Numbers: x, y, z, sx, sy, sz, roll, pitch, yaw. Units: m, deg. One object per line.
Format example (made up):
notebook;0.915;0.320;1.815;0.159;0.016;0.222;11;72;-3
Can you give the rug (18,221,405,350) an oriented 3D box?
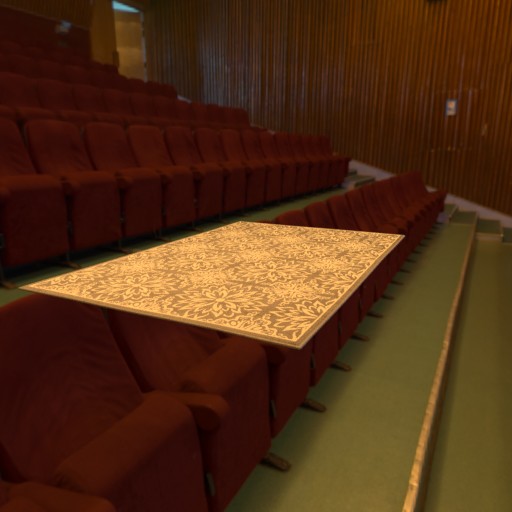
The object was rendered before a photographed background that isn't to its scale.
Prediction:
rug;0.000;0.000;2.324;1.224;0.012;1.847;7;15;26
